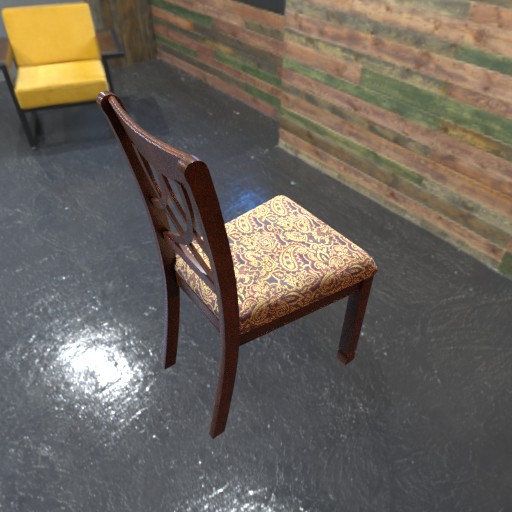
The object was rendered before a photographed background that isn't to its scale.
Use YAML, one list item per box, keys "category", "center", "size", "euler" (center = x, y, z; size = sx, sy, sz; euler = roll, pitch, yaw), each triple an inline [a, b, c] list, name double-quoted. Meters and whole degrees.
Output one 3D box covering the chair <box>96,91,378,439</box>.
- category: "chair"
  center: [0.000, 0.000, 1.289]
  size: [0.584, 0.965, 0.457]
  euler: [-26, 47, -27]
